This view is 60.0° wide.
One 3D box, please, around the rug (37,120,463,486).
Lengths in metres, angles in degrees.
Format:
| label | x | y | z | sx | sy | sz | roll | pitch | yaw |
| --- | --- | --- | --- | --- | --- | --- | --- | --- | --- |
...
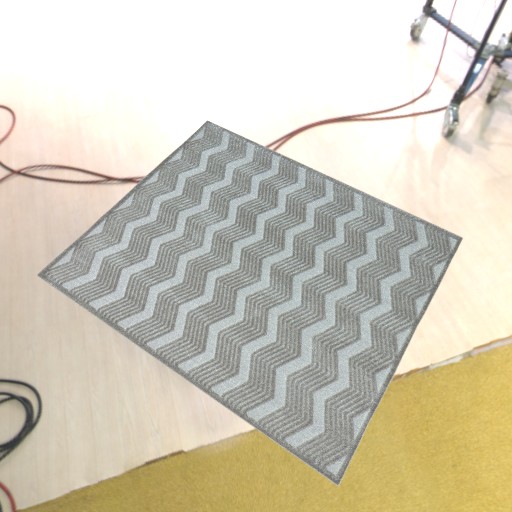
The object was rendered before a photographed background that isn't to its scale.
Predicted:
| label | x | y | z | sx | sy | sz | roll | pitch | yaw |
| --- | --- | --- | --- | --- | --- | --- | --- | --- | --- |
| rug | 0.000 | 0.000 | 3.864 | 2.880 | 0.005 | 2.391 | 29 | 61 | 18 |
